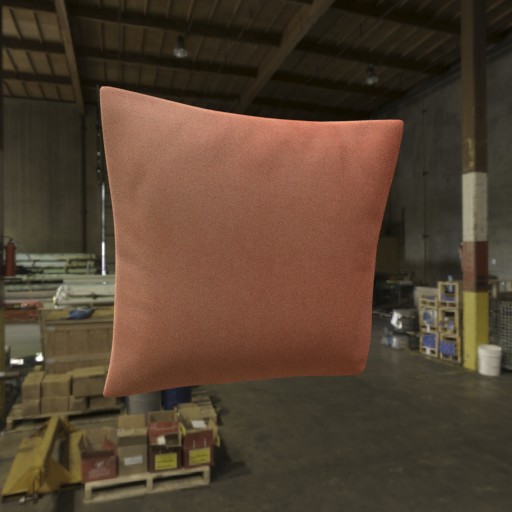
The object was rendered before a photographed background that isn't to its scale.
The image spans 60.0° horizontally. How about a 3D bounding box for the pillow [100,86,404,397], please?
[{"bbox_3d":[0.000,0.000,0.641,0.424,0.401,0.177,0,0,-18],"label":"pillow"}]
